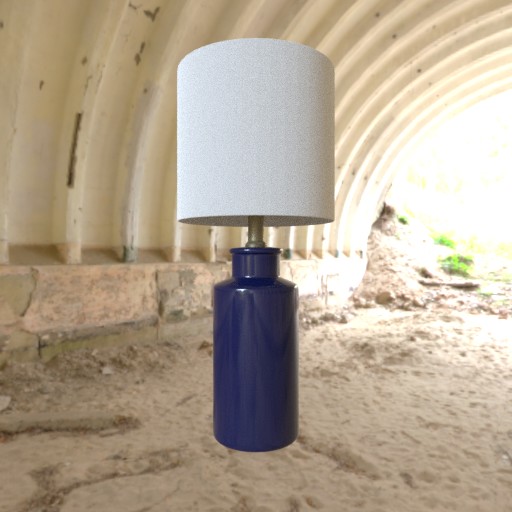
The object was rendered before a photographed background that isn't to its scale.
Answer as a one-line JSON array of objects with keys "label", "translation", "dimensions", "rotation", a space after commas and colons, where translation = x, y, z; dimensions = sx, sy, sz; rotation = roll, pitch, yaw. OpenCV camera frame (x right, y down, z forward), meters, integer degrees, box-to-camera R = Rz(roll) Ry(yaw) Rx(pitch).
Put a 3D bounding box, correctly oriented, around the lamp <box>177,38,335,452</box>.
[{"label": "lamp", "translation": [0.000, 0.000, 0.606], "dimensions": [0.212, 0.493, 0.212], "rotation": [0, 0, 0]}]
